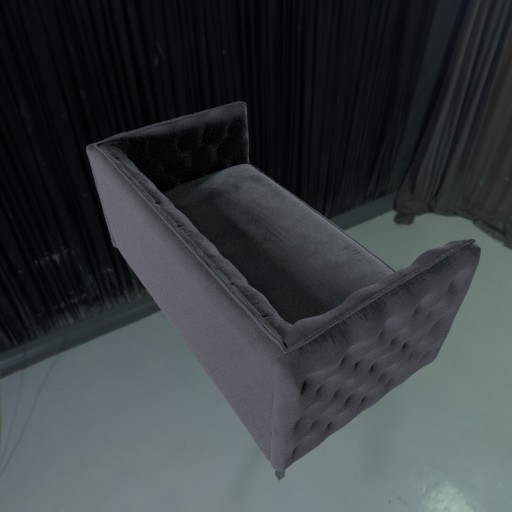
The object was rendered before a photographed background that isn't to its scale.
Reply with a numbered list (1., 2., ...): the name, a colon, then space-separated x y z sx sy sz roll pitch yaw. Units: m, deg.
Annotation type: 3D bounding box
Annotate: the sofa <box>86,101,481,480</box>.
1. sofa: 0.000 0.000 2.064 0.909 0.810 1.583 -25 48 -25
